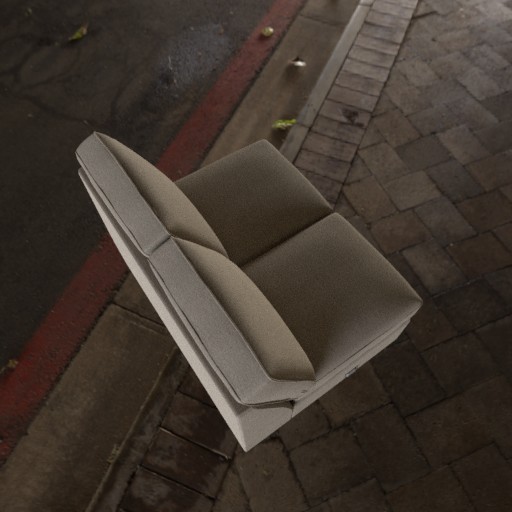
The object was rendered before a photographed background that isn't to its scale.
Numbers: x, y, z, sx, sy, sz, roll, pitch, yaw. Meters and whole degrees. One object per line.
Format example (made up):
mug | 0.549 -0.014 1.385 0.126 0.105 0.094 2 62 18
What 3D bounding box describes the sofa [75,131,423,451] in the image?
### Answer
sofa | 0.000 0.000 2.018 0.978 1.006 1.232 -31 64 -17
